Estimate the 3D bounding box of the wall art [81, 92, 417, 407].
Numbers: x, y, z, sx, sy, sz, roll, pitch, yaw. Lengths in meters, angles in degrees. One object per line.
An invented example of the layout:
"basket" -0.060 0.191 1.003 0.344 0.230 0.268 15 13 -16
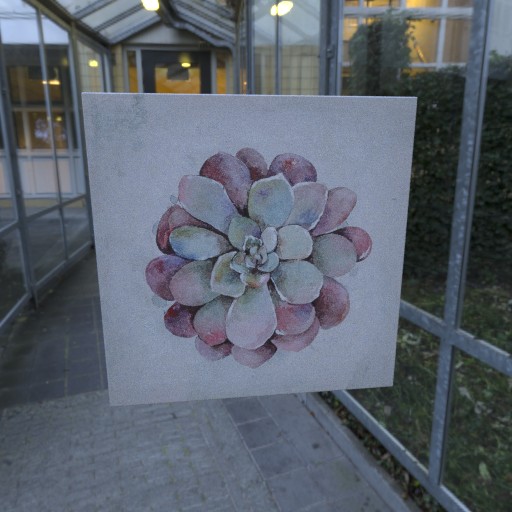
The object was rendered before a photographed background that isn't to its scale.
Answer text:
"wall art" 0.000 0.000 0.888 0.605 0.605 0.044 -2 14 -7
